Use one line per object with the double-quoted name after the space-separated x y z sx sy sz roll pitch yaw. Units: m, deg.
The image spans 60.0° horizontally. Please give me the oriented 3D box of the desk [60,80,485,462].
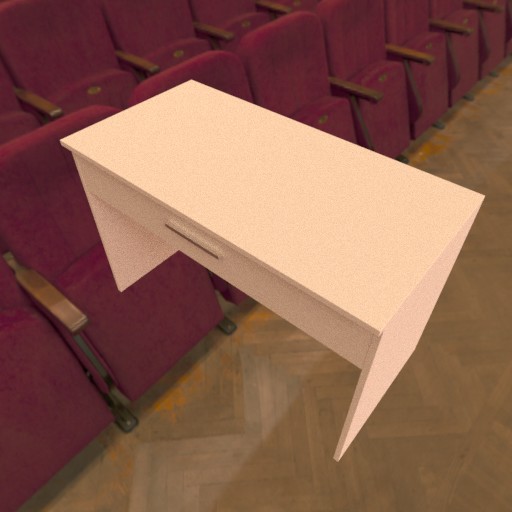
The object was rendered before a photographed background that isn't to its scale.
0.000 0.000 1.519 1.100 0.730 0.560 31 53 27 "desk"
